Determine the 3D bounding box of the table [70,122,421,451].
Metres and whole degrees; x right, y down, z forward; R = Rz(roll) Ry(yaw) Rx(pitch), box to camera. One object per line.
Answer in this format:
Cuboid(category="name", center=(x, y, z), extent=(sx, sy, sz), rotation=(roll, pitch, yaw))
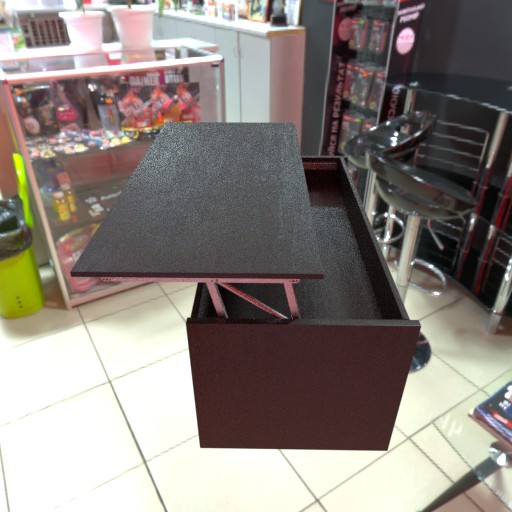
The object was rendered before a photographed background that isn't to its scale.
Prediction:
Cuboid(category="table", center=(0.000, 0.000, 1.436), extent=(0.712, 0.570, 1.000), rotation=(1, 33, 1))
